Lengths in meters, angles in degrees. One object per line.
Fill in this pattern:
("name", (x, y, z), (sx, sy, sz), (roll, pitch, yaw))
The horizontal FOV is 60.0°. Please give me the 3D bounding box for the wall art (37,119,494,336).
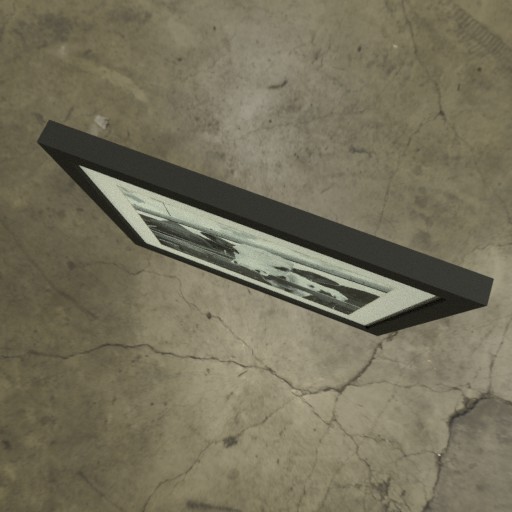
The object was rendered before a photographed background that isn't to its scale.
("wall art", (0.000, 0.000, 0.533), (0.404, 0.329, 0.024), (20, 77, 5))
